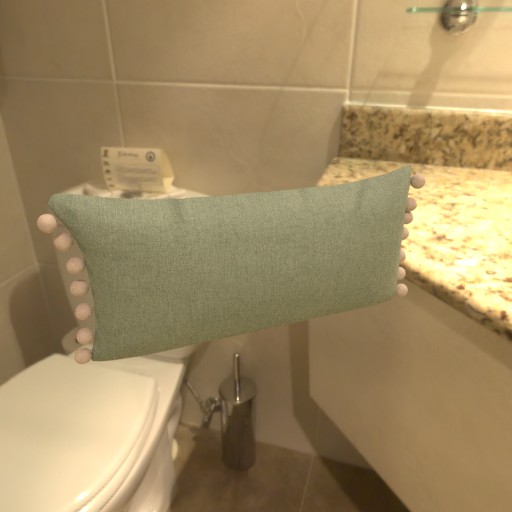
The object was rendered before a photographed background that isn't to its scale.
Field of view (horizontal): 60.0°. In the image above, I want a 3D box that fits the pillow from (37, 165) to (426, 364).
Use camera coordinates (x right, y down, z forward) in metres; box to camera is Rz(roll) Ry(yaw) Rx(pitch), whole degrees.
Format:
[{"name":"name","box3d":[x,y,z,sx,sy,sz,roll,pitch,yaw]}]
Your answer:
[{"name":"pillow","box3d":[0.000,0.000,0.839,0.709,0.322,0.201,-9,28,-17]}]
